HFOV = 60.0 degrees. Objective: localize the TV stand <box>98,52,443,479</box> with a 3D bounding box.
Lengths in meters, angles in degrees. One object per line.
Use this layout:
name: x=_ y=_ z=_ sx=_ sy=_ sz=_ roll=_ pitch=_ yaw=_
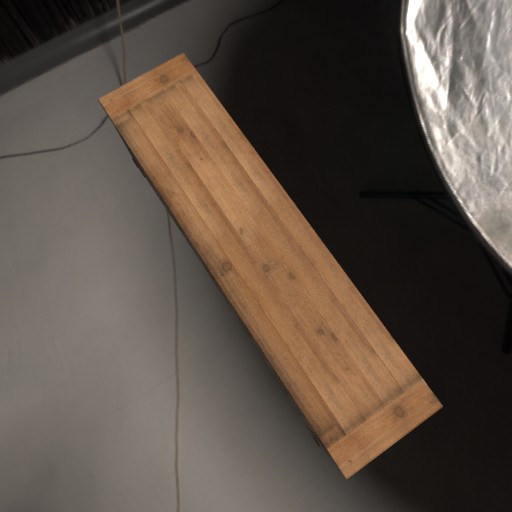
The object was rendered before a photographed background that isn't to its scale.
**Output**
TV stand: x=0.000 y=0.000 z=2.030 sx=0.453 sy=0.573 sz=1.804 roll=-33 pitch=77 yaw=-8
